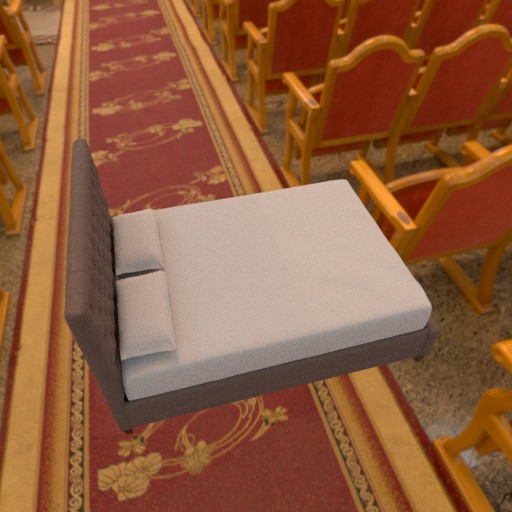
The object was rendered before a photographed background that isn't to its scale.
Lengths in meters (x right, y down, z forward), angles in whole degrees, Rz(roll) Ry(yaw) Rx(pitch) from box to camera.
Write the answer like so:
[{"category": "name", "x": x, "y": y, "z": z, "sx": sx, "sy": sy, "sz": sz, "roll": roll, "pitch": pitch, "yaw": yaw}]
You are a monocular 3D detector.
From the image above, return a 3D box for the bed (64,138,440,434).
[{"category": "bed", "x": 0.000, "y": 0.000, "z": 3.408, "sx": 2.387, "sy": 1.427, "sz": 1.698, "roll": -11, "pitch": 47, "yaw": -10}]
